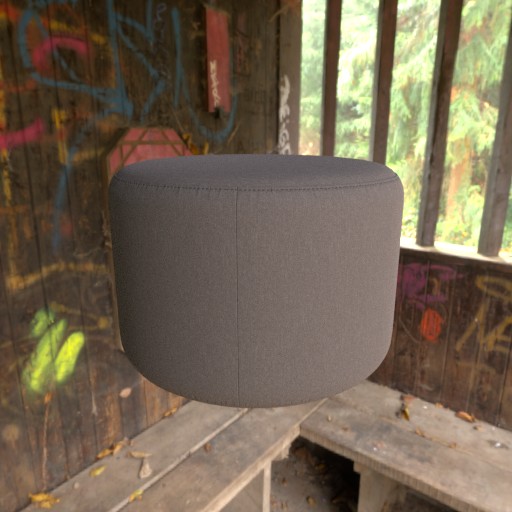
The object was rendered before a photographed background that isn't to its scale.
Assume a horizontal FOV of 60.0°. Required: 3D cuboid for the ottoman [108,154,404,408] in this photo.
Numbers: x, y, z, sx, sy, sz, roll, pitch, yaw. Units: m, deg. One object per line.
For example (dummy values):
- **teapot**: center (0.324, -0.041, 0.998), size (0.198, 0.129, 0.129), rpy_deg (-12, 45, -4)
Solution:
- **ottoman**: center (0.000, 0.000, 0.993), size (0.608, 0.433, 0.608), rpy_deg (0, 16, 0)
